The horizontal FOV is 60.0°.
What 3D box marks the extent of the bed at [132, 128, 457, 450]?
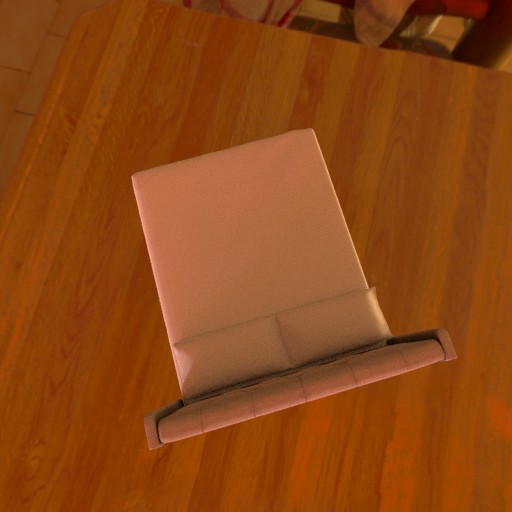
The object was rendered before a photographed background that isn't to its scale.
[{"bbox_3d":[0.000,0.000,3.349,1.719,1.665,2.066,-15,77,-4],"label":"bed"}]
